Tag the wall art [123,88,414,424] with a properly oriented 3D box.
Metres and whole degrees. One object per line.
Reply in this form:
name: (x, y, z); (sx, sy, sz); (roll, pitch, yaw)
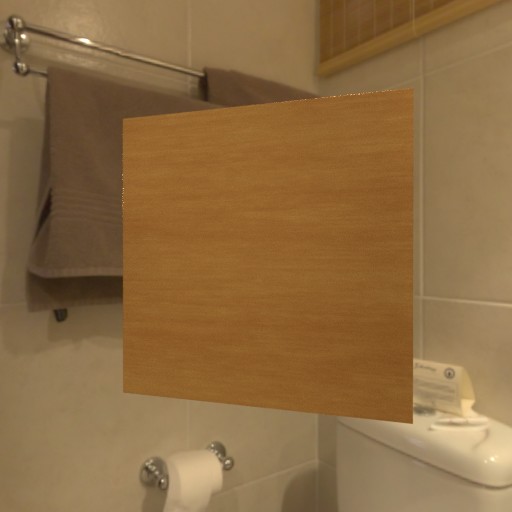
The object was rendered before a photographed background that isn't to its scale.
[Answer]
wall art: (0.000, 0.000, 0.453); (0.302, 0.302, 0.019); (0, 0, 18)
